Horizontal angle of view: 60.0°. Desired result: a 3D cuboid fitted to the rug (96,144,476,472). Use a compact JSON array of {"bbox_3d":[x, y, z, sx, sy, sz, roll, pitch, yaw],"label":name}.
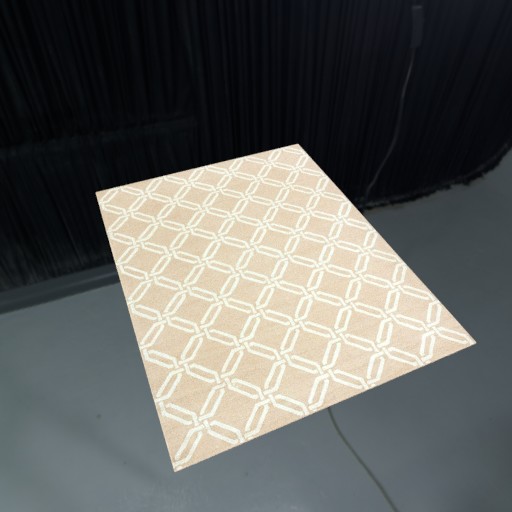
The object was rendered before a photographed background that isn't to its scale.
[{"bbox_3d":[0.000,0.000,3.862,2.288,0.018,2.895,-17,49,-16],"label":"rug"}]
